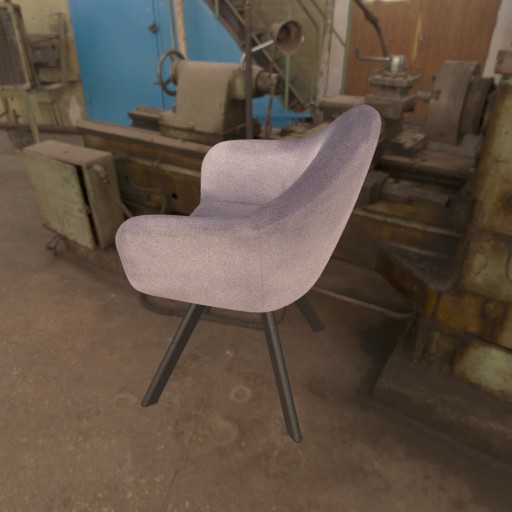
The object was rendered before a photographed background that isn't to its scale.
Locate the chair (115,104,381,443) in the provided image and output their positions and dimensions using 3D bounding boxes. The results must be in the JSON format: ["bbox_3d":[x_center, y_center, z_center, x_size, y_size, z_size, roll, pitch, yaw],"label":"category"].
[{"bbox_3d":[0.000,0.000,1.167,0.540,0.780,0.570,8,32,13],"label":"chair"}]
